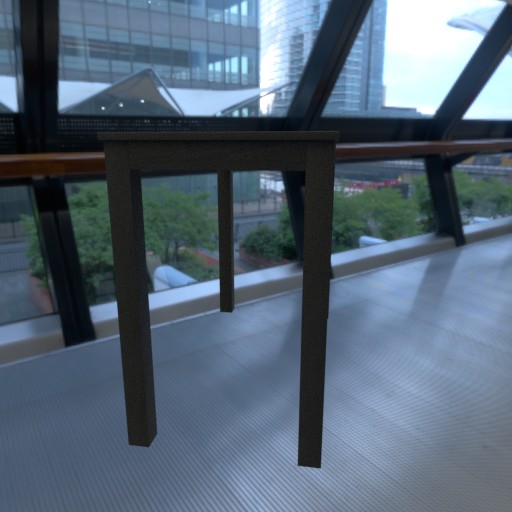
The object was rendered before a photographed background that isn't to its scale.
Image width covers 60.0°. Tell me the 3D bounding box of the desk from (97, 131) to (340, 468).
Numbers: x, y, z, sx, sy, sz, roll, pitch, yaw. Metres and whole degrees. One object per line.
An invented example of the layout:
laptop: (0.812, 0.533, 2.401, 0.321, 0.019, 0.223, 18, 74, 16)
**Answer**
desk: (0.000, 0.000, 1.450, 0.499, 0.762, 0.991, 3, 15, 10)
